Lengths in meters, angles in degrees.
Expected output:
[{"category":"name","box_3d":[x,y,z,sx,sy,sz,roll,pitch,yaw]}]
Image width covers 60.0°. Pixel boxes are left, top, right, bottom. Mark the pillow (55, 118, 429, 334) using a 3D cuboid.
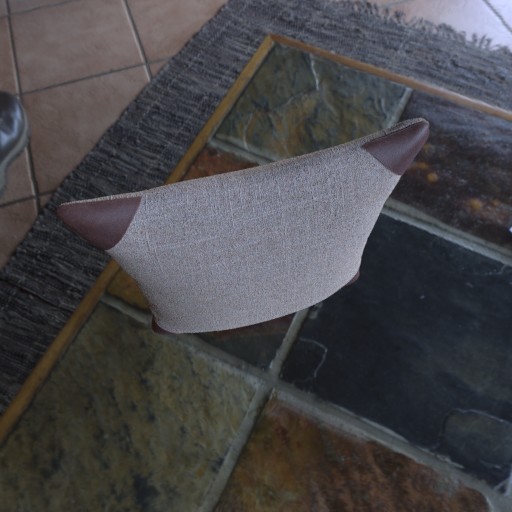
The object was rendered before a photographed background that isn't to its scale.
[{"category":"pillow","box_3d":[0.000,0.000,0.684,0.437,0.448,0.147,-16,65,-8]}]
